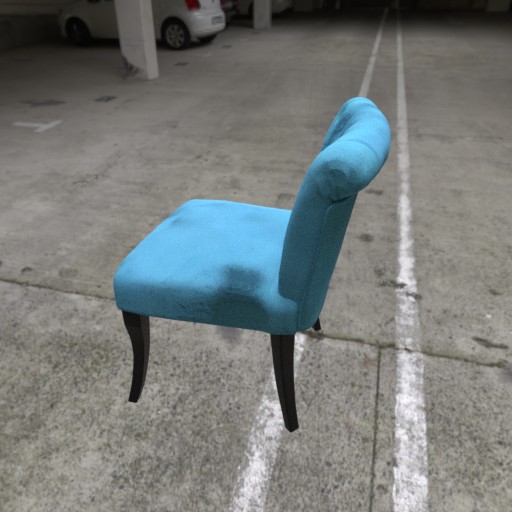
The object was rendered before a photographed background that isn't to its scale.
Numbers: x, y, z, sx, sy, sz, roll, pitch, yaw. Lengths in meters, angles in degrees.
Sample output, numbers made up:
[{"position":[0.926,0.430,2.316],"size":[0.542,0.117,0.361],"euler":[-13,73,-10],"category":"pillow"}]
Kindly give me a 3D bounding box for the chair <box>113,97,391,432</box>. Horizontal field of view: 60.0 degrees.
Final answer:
[{"position":[0.000,0.000,1.188],"size":[0.605,0.750,0.582],"euler":[7,30,13],"category":"chair"}]
